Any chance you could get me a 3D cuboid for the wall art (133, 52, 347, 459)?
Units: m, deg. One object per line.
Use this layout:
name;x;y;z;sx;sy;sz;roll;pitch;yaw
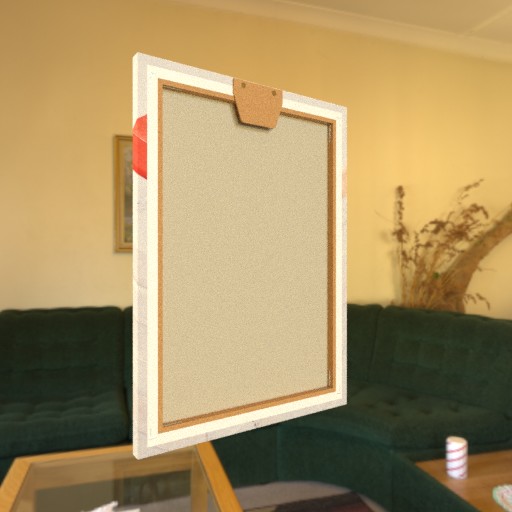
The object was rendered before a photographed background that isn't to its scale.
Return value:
wall art;0.000;0.000;1.103;0.613;0.848;0.036;0;0;-34
